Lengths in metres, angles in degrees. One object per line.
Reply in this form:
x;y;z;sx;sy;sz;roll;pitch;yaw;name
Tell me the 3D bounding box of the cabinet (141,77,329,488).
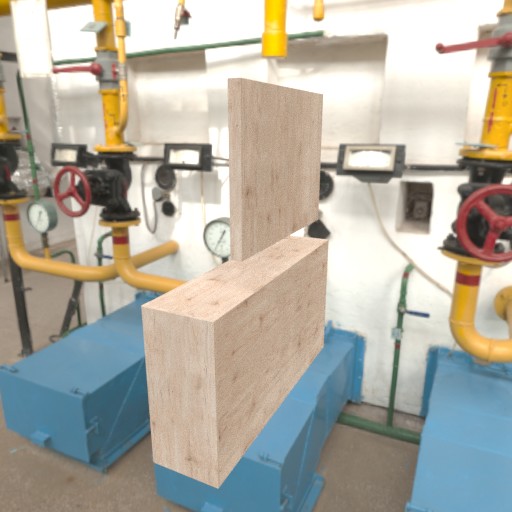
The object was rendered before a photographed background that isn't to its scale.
0.000;0.000;2.799;0.420;1.981;1.700;8;18;25;cabinet
